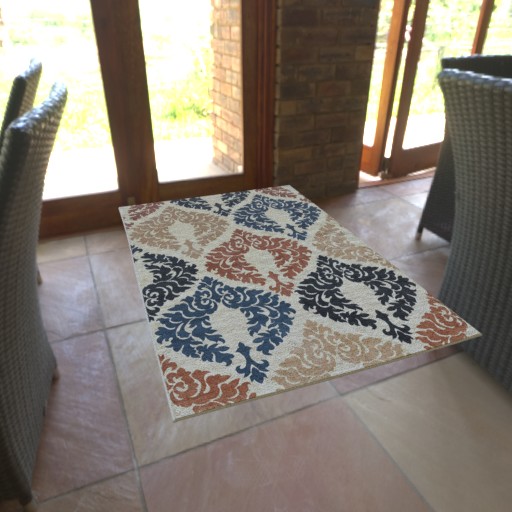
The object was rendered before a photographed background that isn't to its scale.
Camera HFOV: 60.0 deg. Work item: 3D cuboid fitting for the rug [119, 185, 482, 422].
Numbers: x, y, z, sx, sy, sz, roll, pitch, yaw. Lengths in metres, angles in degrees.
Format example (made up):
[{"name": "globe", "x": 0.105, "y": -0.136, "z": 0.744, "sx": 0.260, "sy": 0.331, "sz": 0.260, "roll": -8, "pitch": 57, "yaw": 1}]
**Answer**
[{"name": "rug", "x": 0.000, "y": 0.000, "z": 2.852, "sx": 1.514, "sy": 0.014, "sz": 2.275, "roll": -10, "pitch": 30, "yaw": -18}]
